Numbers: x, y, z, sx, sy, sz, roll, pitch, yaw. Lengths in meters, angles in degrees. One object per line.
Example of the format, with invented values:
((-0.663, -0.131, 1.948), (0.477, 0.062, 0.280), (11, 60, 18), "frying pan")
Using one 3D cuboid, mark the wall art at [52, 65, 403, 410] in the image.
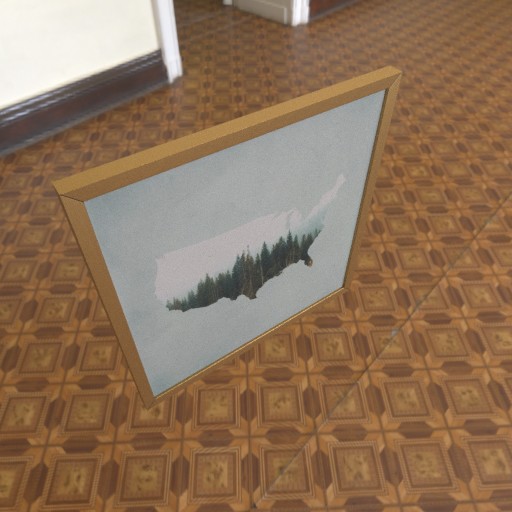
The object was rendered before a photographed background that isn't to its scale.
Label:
((0.000, 0.000, 1.118), (0.762, 0.762, 0.038), (-27, 52, -23), "wall art")
